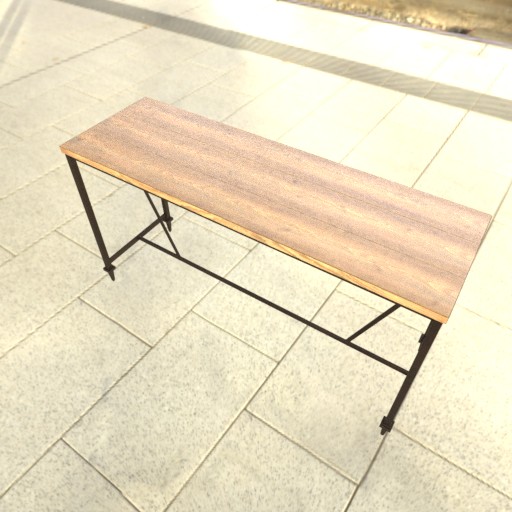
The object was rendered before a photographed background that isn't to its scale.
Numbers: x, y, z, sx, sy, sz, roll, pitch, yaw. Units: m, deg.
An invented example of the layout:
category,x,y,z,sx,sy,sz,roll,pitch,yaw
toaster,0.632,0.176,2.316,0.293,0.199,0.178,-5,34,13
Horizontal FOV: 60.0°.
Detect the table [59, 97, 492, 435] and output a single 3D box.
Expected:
category,x,y,z,sx,sy,sz,roll,pitch,yaw
table,0.000,0.000,2.094,1.700,0.902,0.551,25,51,22
